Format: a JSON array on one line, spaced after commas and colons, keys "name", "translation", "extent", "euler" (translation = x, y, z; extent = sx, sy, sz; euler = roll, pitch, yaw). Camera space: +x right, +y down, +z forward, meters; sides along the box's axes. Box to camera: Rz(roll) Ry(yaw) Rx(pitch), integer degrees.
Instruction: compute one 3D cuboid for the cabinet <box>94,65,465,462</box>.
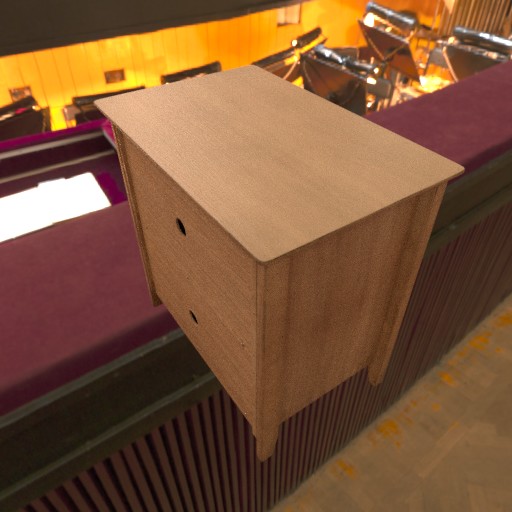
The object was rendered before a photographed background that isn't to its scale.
[{"name": "cabinet", "translation": [0.000, 0.000, 1.262], "extent": [0.503, 0.762, 0.763], "euler": [-24, 47, -25]}]
